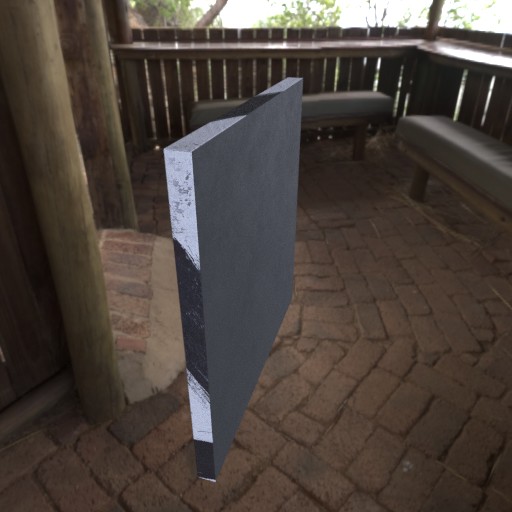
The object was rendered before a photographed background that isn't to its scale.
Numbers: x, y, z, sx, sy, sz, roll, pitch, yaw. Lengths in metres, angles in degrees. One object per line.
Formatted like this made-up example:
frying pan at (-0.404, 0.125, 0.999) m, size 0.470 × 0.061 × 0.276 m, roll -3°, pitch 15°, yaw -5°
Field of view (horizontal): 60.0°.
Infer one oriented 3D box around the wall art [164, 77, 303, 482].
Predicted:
wall art at (0.000, 0.000, 1.145) m, size 0.046 × 0.765 × 0.765 m, roll 9°, pitch 31°, yaw 15°
